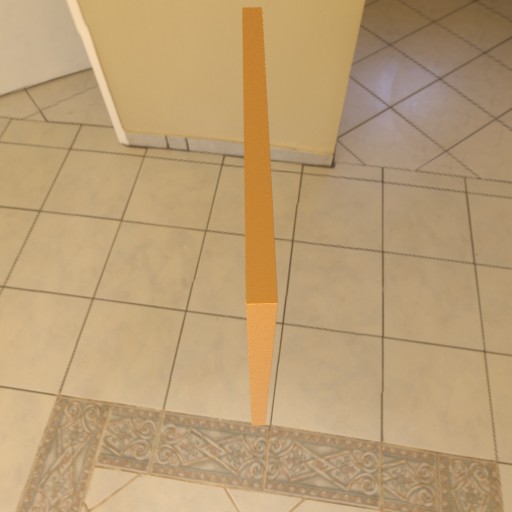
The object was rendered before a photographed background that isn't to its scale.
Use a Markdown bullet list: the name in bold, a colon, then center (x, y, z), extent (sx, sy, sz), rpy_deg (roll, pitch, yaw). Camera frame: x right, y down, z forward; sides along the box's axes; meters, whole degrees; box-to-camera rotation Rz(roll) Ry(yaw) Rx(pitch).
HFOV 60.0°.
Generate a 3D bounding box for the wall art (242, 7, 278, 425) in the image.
- **wall art**: center (0.000, 0.000, 1.030), extent (0.038, 0.812, 0.610), rpy_deg (-1, 60, -1)
